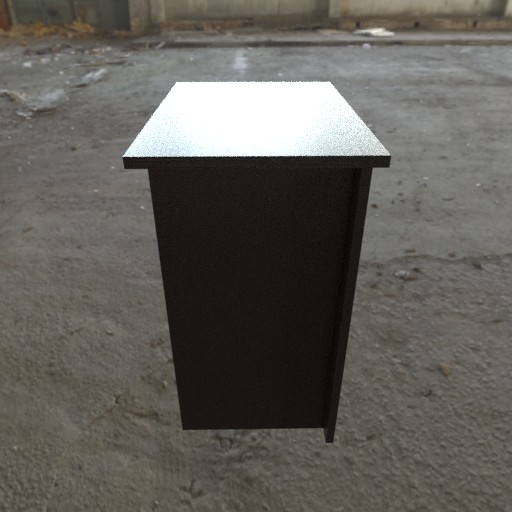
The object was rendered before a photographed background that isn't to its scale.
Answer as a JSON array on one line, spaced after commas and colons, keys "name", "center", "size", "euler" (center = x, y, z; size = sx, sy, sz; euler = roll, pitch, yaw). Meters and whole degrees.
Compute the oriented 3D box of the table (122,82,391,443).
[{"name": "table", "center": [0.000, 0.000, 1.100], "size": [0.408, 0.711, 0.589], "euler": [0, 31, -1]}]
